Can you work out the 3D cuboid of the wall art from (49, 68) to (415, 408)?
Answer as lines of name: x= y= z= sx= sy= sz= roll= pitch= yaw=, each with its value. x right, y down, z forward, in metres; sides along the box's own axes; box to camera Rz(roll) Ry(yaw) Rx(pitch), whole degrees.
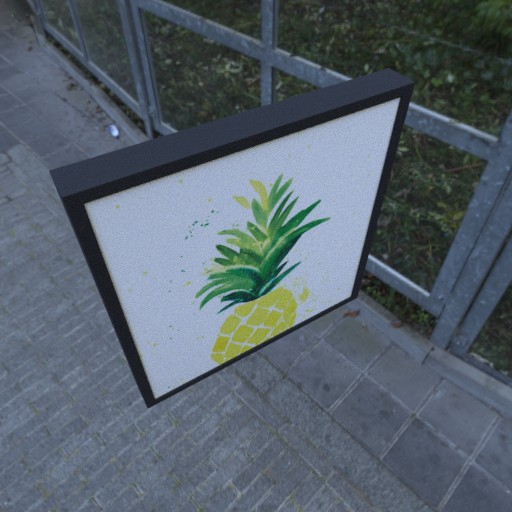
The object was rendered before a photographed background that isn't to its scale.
wall art: x=0.000 y=0.000 z=0.452 sx=0.305 sy=0.304 sz=0.033 roll=-24 pitch=51 yaw=-21
